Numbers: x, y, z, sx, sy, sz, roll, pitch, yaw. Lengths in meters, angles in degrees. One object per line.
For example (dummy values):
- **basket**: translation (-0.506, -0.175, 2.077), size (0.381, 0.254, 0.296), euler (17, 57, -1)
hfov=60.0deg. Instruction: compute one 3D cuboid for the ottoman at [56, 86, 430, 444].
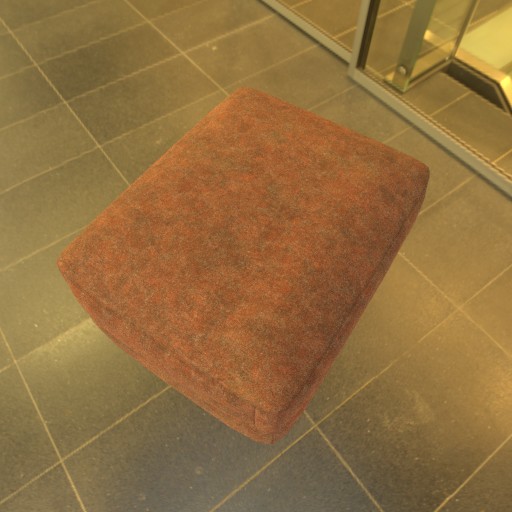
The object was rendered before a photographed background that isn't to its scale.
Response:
- **ottoman**: translation (0.000, 0.000, 1.190), size (0.635, 0.508, 0.787), euler (30, 62, 17)
